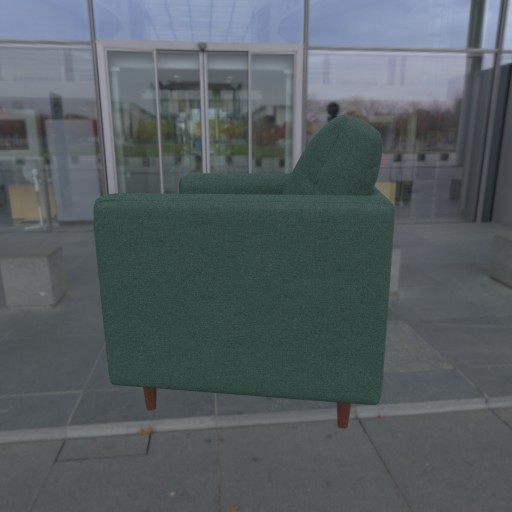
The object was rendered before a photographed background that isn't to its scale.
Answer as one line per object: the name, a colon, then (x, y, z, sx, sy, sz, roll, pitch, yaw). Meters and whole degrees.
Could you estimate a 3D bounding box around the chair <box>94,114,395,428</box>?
chair: (0.000, 0.000, 1.549, 0.800, 0.927, 0.855, 2, 15, 8)
